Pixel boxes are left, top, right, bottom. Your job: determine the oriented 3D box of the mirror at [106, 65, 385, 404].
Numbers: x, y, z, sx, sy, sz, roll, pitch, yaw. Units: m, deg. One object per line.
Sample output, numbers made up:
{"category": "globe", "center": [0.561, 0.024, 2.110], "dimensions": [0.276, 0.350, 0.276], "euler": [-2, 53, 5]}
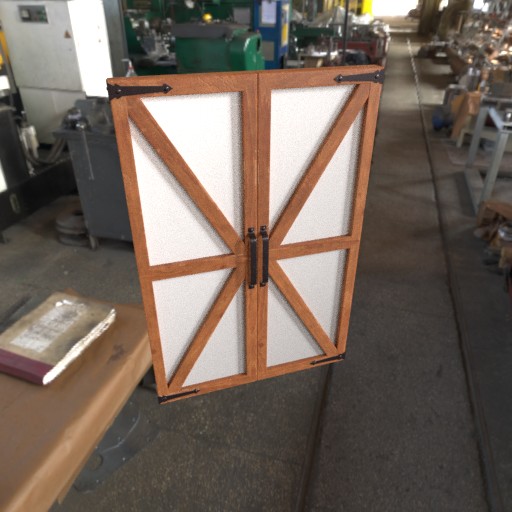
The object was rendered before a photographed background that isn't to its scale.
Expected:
{"category": "mirror", "center": [0.000, 0.000, 0.986], "dimensions": [0.517, 0.761, 0.053], "euler": [-9, 32, -15]}
